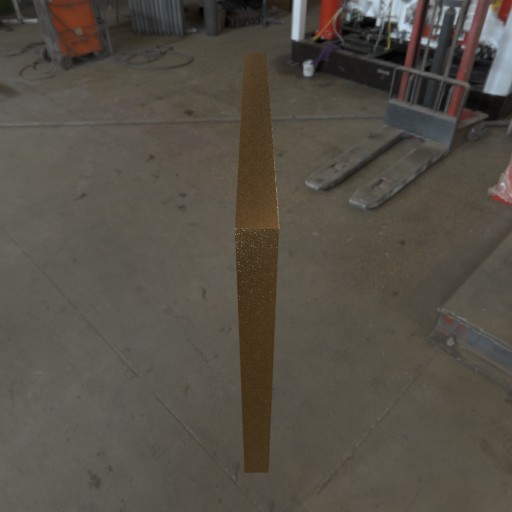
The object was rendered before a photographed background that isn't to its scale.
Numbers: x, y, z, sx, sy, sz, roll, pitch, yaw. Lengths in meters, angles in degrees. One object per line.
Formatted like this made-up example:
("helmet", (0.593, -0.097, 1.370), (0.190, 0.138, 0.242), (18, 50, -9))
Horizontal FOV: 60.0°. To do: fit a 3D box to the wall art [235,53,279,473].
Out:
("wall art", (0.000, 0.000, 0.759), (0.040, 0.509, 0.509), (0, 41, 0))
